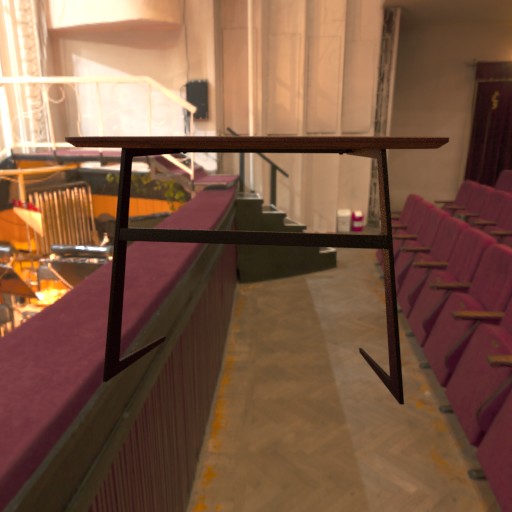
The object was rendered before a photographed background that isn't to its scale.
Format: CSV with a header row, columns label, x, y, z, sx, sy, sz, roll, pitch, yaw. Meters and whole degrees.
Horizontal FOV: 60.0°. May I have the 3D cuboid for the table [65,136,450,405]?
label,x,y,z,sx,sy,sz,roll,pitch,yaw
table,0.000,0.000,1.107,0.804,0.576,0.361,2,16,7
